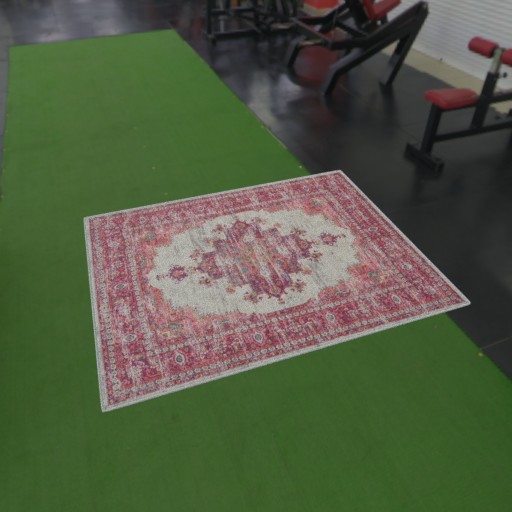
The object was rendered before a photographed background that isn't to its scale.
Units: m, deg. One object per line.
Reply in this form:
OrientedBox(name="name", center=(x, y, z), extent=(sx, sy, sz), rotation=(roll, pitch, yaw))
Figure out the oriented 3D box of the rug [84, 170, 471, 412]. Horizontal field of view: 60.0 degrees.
OrientedBox(name="rug", center=(0.000, 0.000, 4.338), extent=(3.123, 0.017, 2.447), rotation=(-13, 42, -15))
